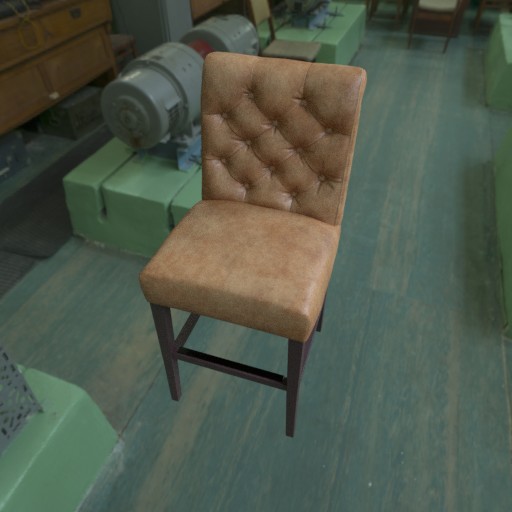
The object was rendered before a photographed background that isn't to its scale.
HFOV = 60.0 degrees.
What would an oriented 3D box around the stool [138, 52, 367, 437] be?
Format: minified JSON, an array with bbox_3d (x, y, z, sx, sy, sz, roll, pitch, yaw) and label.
[{"bbox_3d":[0.000,0.000,1.407,0.493,1.047,0.601,12,43,14],"label":"stool"}]
